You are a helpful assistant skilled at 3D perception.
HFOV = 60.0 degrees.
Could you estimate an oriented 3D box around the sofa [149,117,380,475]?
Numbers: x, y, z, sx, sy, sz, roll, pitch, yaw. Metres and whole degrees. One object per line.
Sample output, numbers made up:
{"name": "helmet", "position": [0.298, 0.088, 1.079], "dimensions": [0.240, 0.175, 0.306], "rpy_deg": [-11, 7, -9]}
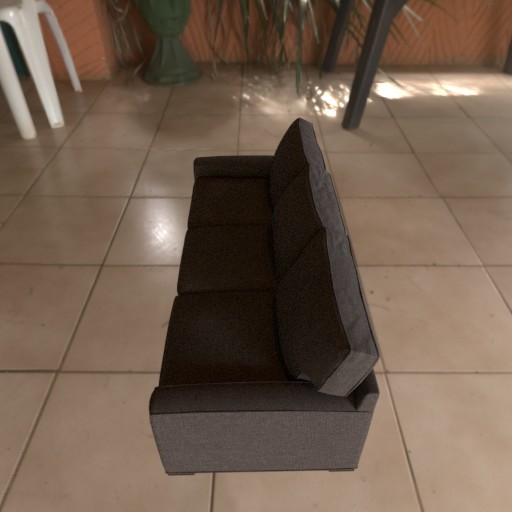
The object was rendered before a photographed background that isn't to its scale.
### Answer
{"name": "sofa", "position": [0.000, 0.000, 2.880], "dimensions": [1.004, 0.978, 2.369], "rpy_deg": [-1, 40, -1]}
